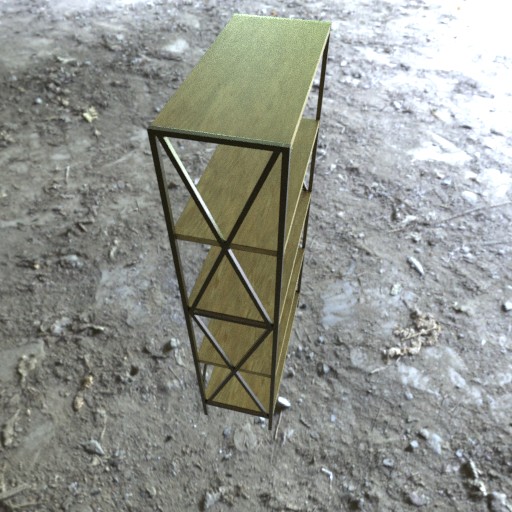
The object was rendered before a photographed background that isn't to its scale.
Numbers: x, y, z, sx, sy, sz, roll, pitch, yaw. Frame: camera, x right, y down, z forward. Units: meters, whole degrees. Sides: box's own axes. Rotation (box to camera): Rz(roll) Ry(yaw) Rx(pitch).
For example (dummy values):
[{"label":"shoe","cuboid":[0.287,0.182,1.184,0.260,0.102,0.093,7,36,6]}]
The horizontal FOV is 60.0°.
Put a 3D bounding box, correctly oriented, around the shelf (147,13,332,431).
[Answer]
[{"label":"shelf","cuboid":[0.000,0.000,2.092,0.386,1.803,0.874,10,48,9]}]
